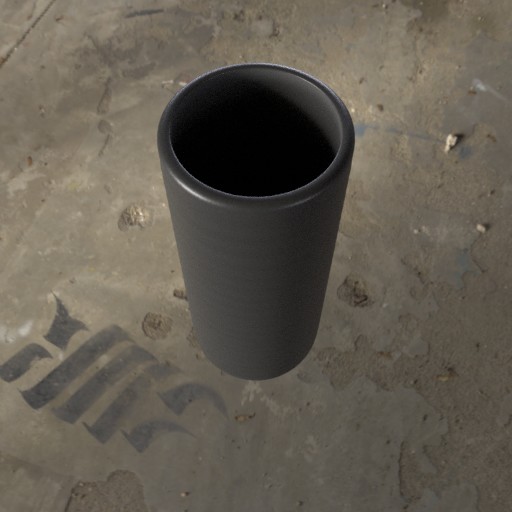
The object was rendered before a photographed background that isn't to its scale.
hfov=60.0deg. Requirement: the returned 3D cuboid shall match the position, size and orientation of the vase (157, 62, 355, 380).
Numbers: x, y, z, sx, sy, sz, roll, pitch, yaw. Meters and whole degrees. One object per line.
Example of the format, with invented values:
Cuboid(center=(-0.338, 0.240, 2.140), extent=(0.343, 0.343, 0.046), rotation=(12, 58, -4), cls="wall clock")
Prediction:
Cuboid(center=(0.000, 0.000, 0.361), extent=(0.136, 0.289, 0.136), rotation=(33, 67, 16), cls="vase")
